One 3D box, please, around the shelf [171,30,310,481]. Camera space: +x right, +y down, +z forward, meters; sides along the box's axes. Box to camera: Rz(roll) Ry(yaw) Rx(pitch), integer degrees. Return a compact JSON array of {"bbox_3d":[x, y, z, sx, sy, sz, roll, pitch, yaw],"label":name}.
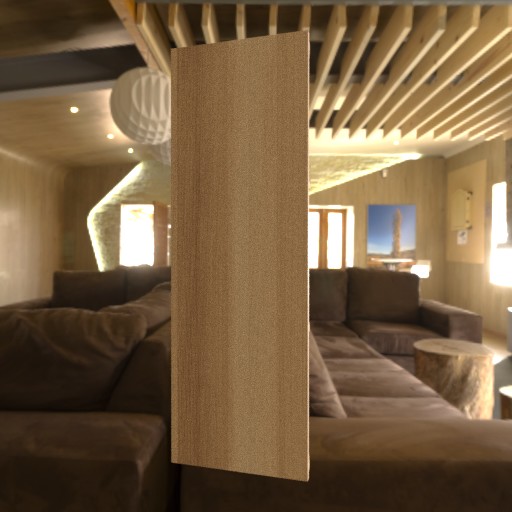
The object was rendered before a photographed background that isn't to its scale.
[{"bbox_3d":[0.000,0.000,1.034,0.290,0.872,0.290,0,0,16],"label":"shelf"}]
